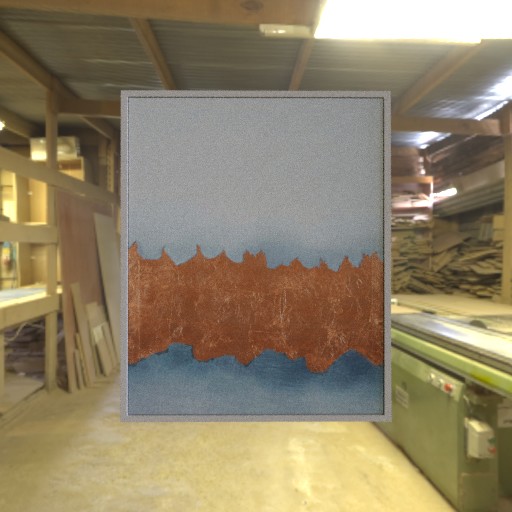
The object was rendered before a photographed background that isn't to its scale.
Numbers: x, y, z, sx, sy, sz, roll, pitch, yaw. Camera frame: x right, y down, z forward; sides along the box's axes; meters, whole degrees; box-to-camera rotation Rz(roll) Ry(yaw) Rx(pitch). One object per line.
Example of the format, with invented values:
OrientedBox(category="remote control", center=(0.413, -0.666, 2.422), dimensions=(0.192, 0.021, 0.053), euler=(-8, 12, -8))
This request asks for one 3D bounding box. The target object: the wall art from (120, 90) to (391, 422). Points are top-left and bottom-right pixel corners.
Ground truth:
OrientedBox(category="wall art", center=(0.000, 0.000, 0.759), dimensions=(0.451, 0.553, 0.039), euler=(0, 0, 0))
